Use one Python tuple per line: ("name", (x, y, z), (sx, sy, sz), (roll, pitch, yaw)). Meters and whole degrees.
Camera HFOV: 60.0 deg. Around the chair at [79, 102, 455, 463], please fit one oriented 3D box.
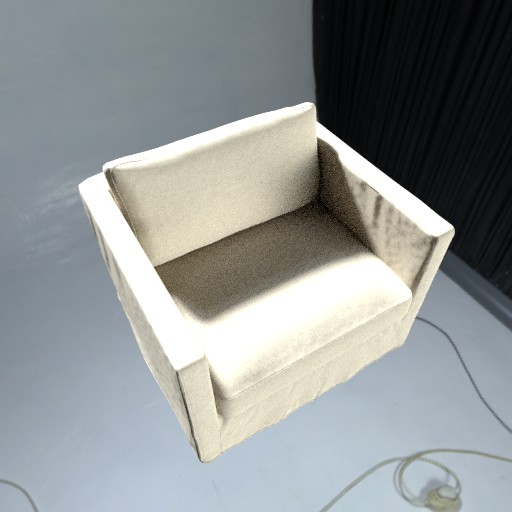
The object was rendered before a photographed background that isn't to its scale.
("chair", (0.000, 0.000, 1.762), (1.057, 0.867, 0.949), (-24, 52, -20))
